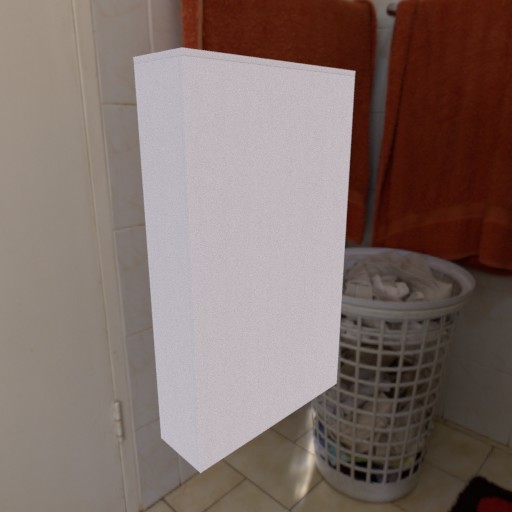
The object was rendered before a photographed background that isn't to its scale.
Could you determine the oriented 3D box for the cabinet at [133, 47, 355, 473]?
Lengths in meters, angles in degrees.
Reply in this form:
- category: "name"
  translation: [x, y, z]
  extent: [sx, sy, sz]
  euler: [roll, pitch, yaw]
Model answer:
- category: "cabinet"
  translation: [0.000, 0.000, 1.608]
  extent: [0.750, 1.280, 0.250]
  euler: [-16, 23, -42]
